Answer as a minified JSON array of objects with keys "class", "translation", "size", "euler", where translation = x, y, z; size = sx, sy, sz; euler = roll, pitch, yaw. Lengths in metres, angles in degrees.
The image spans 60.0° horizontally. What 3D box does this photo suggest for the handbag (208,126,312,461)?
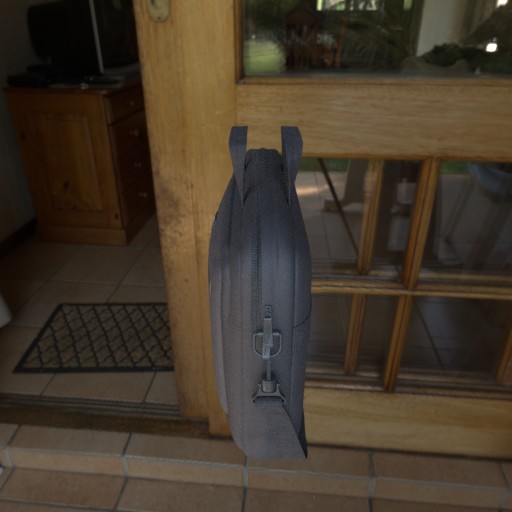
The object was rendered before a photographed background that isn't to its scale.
[{"class":"handbag","translation":[0.000,0.000,0.433],"size":[0.089,0.244,0.320],"euler":[0,28,0]}]
